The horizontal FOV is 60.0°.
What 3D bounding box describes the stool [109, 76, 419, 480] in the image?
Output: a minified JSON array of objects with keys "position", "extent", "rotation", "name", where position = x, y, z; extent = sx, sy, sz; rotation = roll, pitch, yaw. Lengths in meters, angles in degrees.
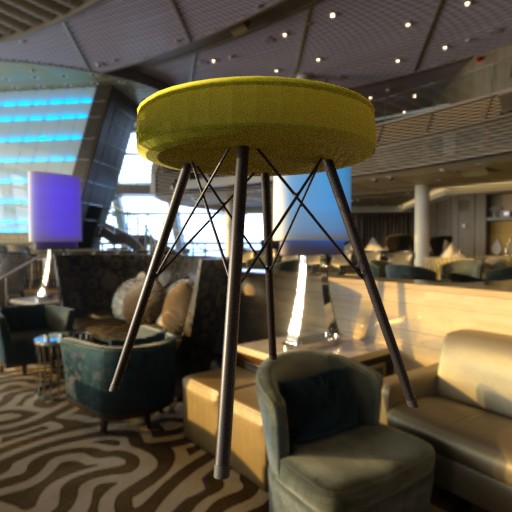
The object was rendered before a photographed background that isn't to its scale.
[{"position":[0.000,0.000,0.787],"extent":[0.409,0.508,0.409],"rotation":[-1,2,-36],"name":"stool"}]
